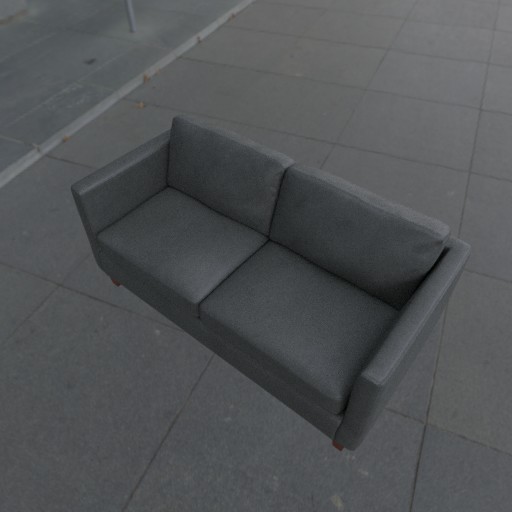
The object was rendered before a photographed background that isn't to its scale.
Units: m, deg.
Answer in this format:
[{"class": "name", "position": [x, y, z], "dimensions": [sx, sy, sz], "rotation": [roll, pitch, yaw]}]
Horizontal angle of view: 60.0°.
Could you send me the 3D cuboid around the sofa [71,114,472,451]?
[{"class": "sofa", "position": [0.000, 0.000, 2.425], "dimensions": [1.883, 0.933, 0.951], "rotation": [30, 53, 26]}]
